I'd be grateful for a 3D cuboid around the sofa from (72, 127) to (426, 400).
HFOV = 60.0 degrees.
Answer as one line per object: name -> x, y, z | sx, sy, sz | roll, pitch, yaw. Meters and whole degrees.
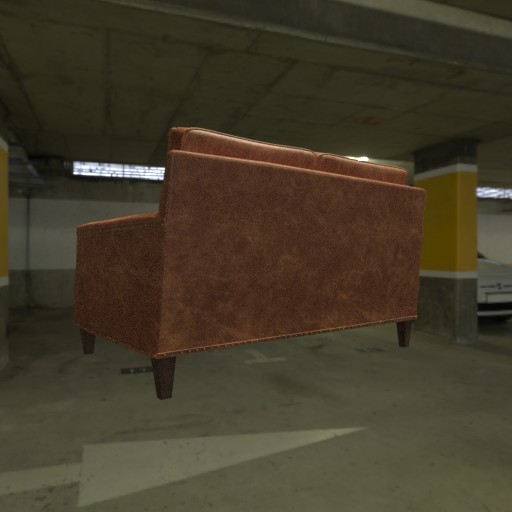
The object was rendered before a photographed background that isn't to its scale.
sofa -> 0.000, 0.000, 2.340 | 1.597, 1.003, 1.084 | 0, 0, -37
